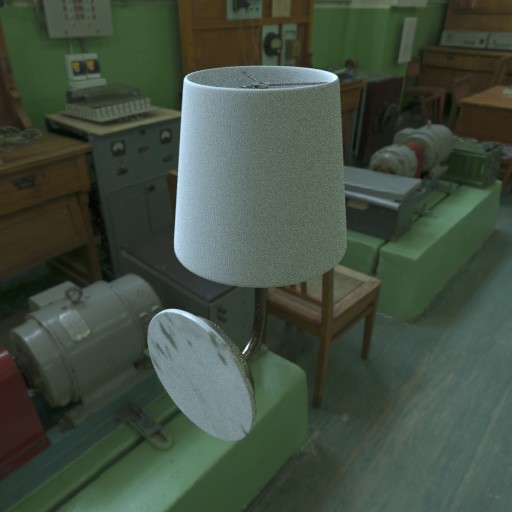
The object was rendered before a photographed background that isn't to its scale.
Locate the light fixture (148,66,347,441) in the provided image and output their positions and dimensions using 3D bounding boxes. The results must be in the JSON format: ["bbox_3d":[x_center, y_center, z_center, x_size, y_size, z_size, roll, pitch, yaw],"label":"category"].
[{"bbox_3d":[0.000,0.000,0.446,0.168,0.337,0.188,22,37,33],"label":"light fixture"}]
